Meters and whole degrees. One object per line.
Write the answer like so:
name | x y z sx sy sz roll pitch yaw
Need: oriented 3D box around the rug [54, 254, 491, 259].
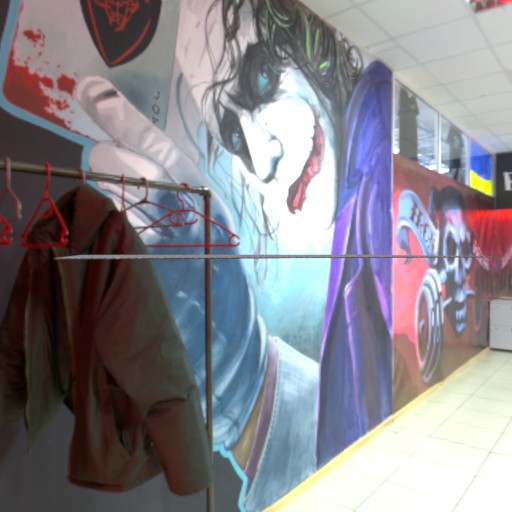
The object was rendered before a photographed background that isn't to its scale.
rug | 0.000 0.000 5.120 3.957 0.011 2.894 0 1 -18
